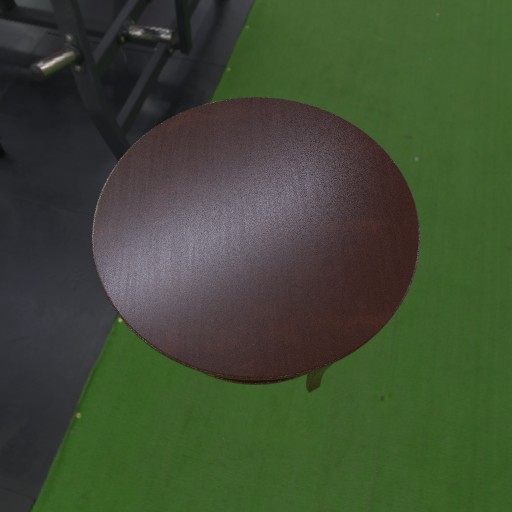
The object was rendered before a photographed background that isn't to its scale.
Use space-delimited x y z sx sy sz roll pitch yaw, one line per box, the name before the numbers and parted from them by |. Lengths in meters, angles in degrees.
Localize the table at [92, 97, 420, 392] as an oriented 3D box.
table | 0.000 0.000 1.472 0.911 0.512 0.911 0 63 0
